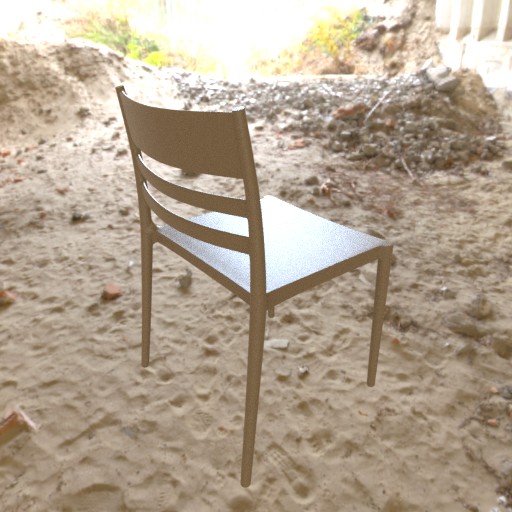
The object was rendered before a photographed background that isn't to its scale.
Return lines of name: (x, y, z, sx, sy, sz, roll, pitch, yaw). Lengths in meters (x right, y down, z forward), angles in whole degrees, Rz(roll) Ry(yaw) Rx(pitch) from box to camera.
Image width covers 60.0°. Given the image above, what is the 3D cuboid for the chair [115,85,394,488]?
chair: (0.000, 0.000, 1.121, 0.511, 0.800, 0.531, -19, 32, -34)
